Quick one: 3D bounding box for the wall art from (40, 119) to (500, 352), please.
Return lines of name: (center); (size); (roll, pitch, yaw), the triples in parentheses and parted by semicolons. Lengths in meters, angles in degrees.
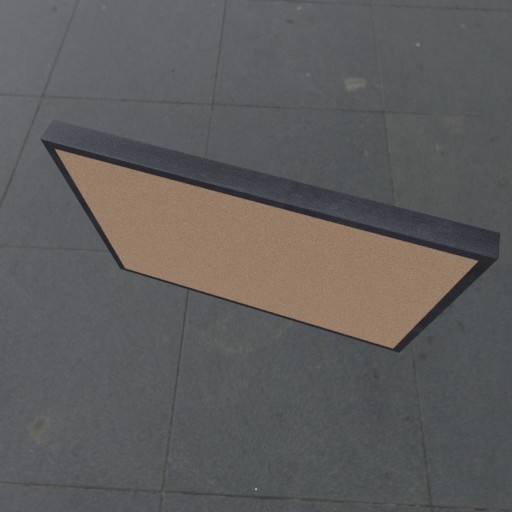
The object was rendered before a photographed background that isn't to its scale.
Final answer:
wall art: (0.000, 0.000, 0.751); (0.610, 0.409, 0.038); (16, 63, 8)
